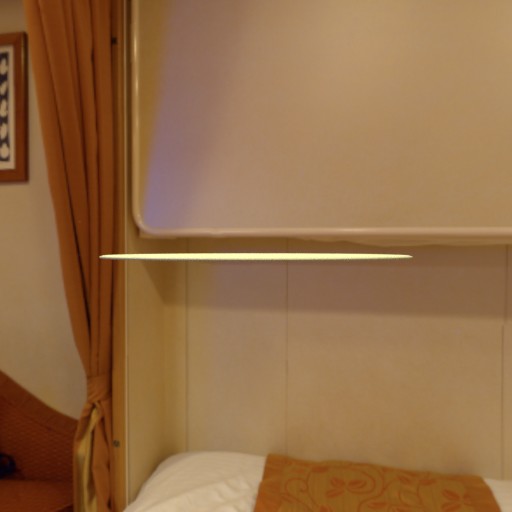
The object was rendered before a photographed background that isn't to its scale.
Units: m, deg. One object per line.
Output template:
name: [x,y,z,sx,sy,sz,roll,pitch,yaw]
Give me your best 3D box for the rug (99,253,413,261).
rug: [0.000,0.000,2.390,1.593,0.012,1.593,0,1,0]
